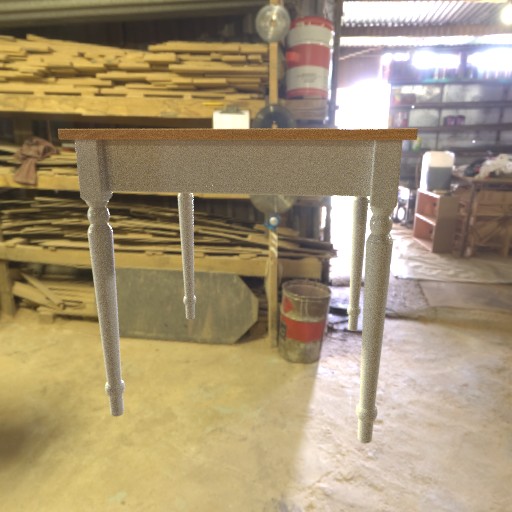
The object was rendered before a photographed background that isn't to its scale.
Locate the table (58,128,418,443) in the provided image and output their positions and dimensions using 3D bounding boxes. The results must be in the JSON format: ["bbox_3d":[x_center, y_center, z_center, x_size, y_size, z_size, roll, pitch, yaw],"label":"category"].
[{"bbox_3d":[0.000,0.000,1.353,0.747,0.738,0.747,2,16,9],"label":"table"}]
